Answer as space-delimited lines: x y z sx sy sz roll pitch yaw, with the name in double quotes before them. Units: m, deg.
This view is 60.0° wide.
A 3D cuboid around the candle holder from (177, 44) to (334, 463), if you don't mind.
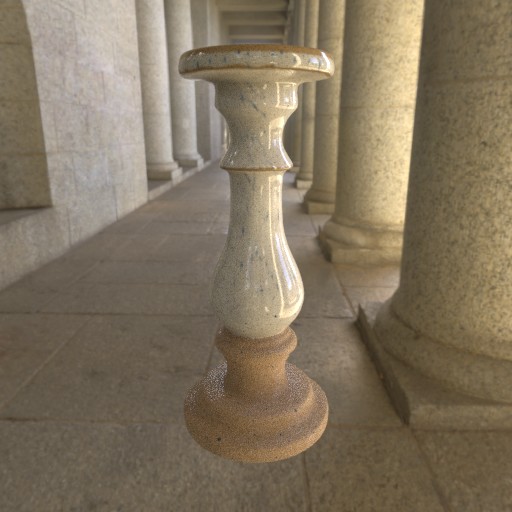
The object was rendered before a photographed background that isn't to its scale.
"candle holder" 0.000 0.000 0.245 0.088 0.203 0.088 0 16 0
